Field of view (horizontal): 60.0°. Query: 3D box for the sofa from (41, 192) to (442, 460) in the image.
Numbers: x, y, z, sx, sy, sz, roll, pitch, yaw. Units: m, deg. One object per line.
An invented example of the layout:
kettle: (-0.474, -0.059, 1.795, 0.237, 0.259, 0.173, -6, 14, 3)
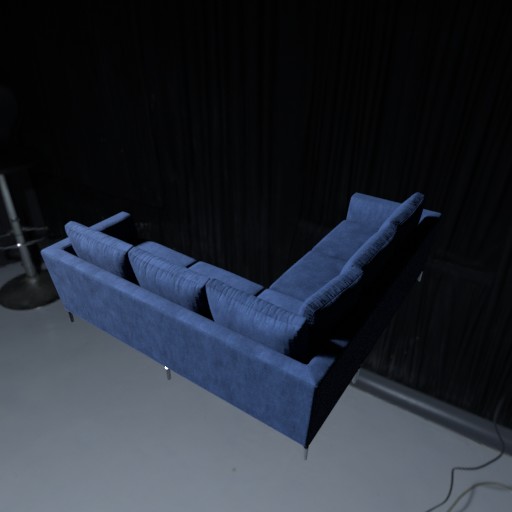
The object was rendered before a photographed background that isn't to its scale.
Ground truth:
sofa: (0.000, 0.000, 3.913, 2.463, 0.988, 2.472, 20, 37, 29)
